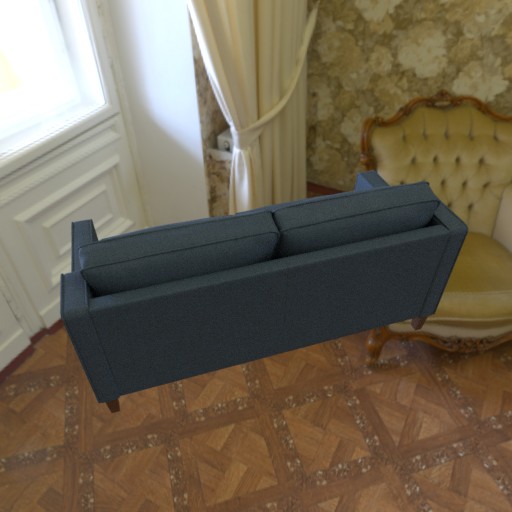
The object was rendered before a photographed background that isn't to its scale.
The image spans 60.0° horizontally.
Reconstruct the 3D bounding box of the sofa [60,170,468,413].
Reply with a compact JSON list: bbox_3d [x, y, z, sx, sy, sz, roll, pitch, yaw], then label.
[{"bbox_3d":[0.000,0.000,2.844,2.178,1.071,1.066,-12,42,-13],"label":"sofa"}]
